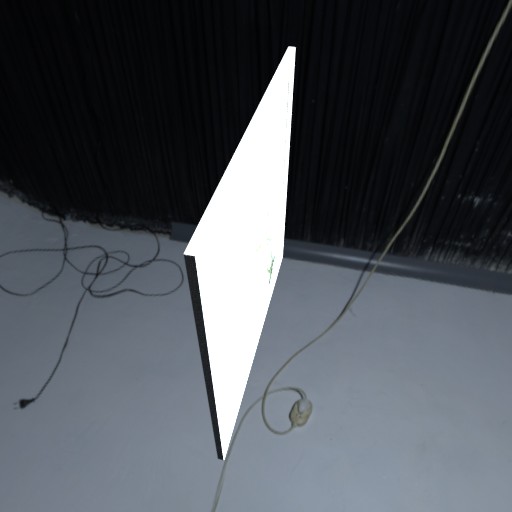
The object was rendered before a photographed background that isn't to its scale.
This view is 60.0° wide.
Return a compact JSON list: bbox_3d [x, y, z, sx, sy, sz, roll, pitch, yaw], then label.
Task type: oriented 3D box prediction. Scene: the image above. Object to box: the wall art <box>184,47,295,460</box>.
[{"bbox_3d":[0.000,0.000,0.877,0.013,0.584,0.584,10,47,10],"label":"wall art"}]
